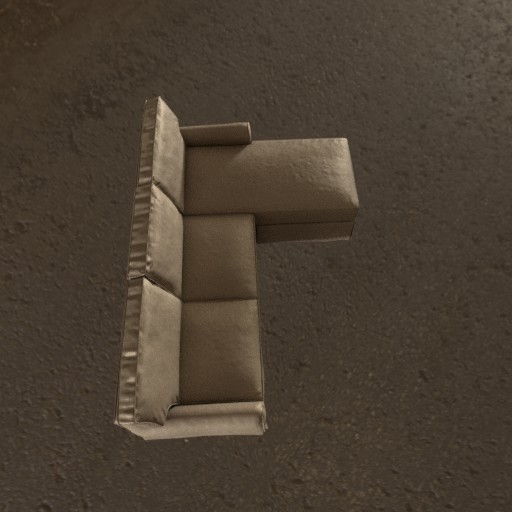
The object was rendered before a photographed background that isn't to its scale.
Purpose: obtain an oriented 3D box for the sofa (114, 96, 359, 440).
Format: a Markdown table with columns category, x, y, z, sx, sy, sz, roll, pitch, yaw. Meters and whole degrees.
| category | x | y | z | sx | sy | sz | roll | pitch | yaw |
| --- | --- | --- | --- | --- | --- | --- | --- | --- | --- |
| sofa | 0.000 | 0.000 | 3.325 | 1.733 | 0.978 | 2.475 | -2 | 63 | -1 |
